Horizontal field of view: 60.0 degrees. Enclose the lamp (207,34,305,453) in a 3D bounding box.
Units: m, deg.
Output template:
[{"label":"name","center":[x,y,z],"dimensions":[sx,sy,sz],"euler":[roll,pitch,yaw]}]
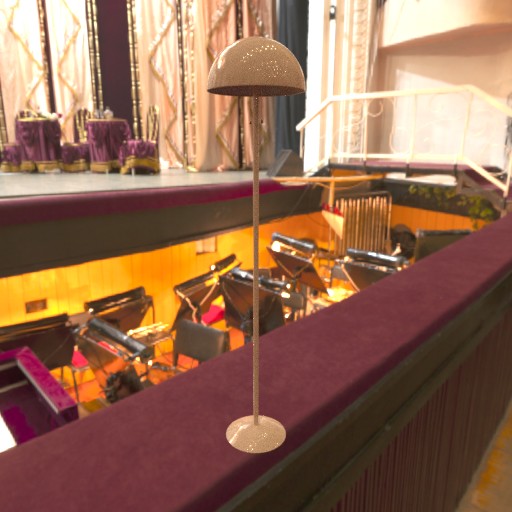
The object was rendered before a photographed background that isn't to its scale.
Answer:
[{"label":"lamp","center":[0.000,0.000,1.617],"dimensions":[0.328,1.480,0.328],"euler":[-14,19,-43]}]
